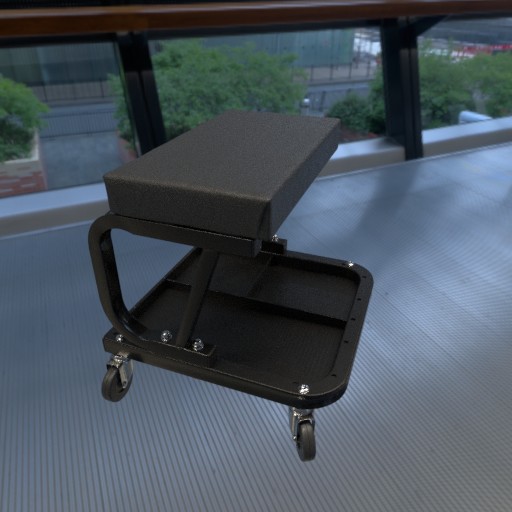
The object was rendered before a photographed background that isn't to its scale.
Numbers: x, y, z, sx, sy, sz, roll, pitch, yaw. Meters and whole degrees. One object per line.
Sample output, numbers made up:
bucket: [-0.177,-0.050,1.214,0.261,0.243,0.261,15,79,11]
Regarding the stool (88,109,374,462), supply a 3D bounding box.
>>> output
stool: [0.000,0.000,0.727,0.371,0.380,0.446,11,33,18]
